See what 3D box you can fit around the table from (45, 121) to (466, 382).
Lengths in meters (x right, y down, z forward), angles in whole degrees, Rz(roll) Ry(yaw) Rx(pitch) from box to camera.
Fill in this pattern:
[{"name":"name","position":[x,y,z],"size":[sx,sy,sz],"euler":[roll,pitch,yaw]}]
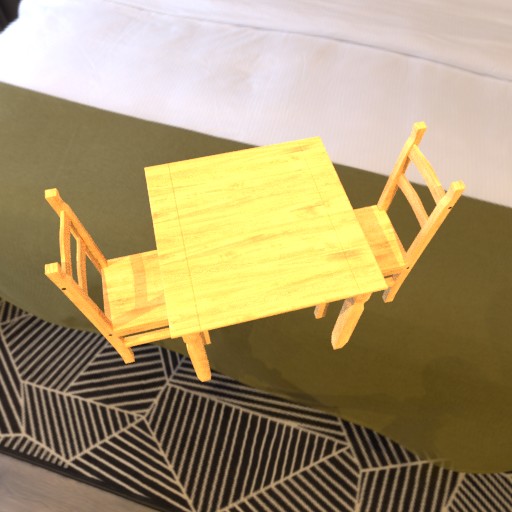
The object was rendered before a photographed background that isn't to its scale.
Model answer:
[{"name":"table","position":[0.000,0.000,2.026],"size":[1.501,0.942,0.813],"euler":[-12,59,-7]}]
